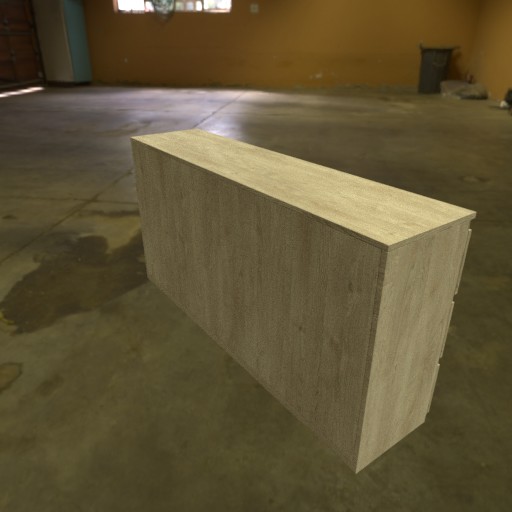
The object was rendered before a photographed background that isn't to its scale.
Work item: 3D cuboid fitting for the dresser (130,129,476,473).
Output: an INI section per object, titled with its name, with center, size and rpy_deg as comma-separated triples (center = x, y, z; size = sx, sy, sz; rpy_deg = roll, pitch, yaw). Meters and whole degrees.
[dresser]
center = 0.000, 0.000, 1.898
size = 0.390, 0.795, 1.590
rpy_deg = -18, 31, -32
